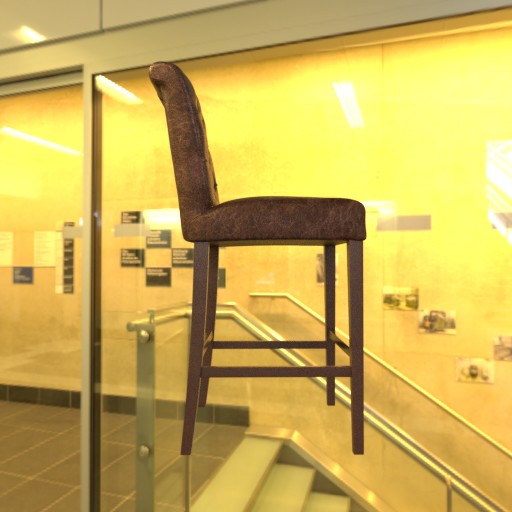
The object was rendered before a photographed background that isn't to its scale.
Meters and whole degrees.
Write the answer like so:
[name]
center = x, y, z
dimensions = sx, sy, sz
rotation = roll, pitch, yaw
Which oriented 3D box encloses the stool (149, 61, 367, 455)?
[stool]
center = 0.000, 0.000, 1.531
dimensions = 0.659, 1.168, 0.483
rotation = 0, -1, -1
